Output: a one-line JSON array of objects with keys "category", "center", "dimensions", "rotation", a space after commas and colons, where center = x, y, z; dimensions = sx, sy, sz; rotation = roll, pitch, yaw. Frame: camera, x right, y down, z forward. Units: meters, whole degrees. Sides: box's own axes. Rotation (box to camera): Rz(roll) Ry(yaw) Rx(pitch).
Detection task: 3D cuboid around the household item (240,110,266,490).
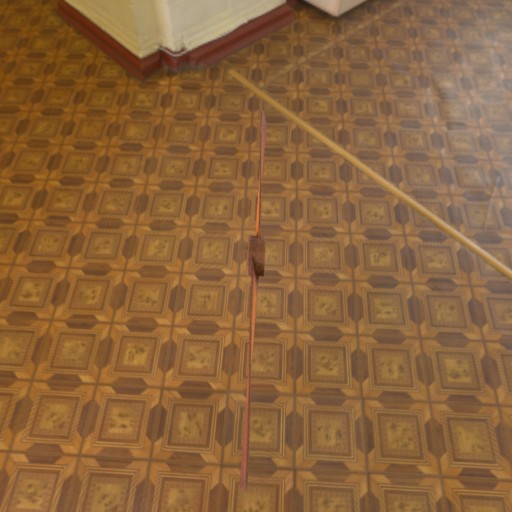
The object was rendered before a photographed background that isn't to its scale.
[{"category": "household item", "center": [0.000, 0.000, 1.258], "dimensions": [0.051, 0.121, 1.181], "rotation": [2, 58, 1]}]
